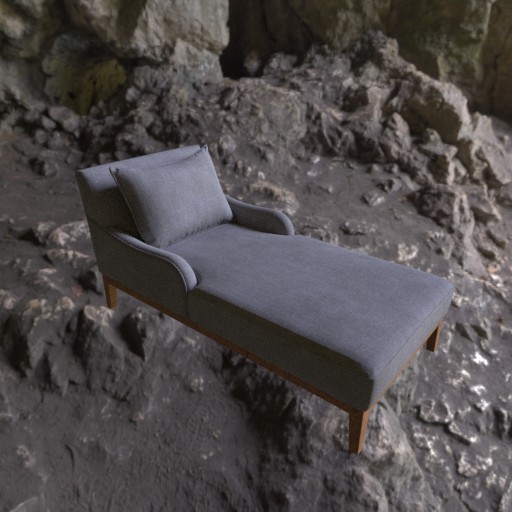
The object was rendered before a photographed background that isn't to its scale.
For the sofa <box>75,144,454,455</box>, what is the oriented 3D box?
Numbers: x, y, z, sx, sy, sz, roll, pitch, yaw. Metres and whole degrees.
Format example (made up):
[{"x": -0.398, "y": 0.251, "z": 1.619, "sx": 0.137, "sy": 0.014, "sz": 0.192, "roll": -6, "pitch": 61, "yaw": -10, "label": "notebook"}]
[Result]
[{"x": 0.000, "y": 0.000, "z": 2.311, "sx": 1.779, "sy": 0.859, "sz": 0.894, "roll": 20, "pitch": 32, "yaw": 35, "label": "sofa"}]
